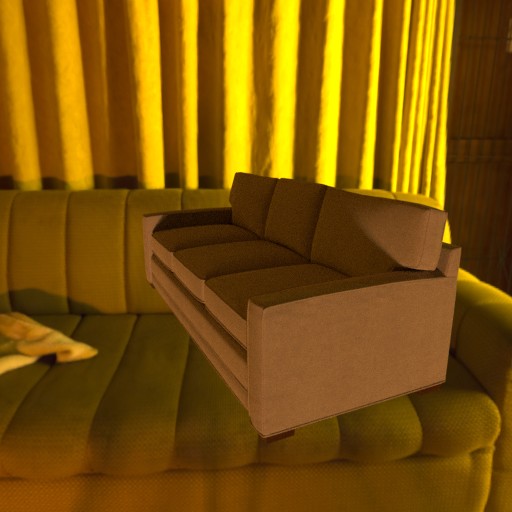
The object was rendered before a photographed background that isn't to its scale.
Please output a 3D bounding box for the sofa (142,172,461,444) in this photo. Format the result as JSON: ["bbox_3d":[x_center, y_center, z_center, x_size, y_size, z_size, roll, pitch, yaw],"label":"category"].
[{"bbox_3d":[0.000,0.000,2.625,0.936,0.862,2.093,-7,17,-24],"label":"sofa"}]
